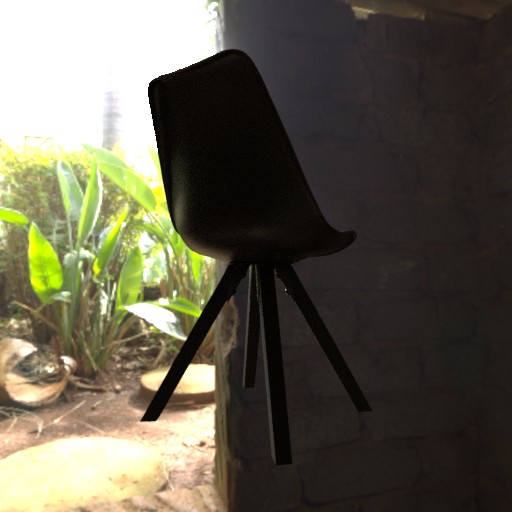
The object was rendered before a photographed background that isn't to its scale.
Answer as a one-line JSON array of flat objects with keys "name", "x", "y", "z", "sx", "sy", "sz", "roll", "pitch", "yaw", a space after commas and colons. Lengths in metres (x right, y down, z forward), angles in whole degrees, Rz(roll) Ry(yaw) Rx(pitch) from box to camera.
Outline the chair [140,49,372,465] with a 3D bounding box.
[{"name": "chair", "x": 0.000, "y": 0.000, "z": 1.173, "sx": 0.485, "sy": 0.850, "sz": 0.530, "roll": -1, "pitch": -2, "yaw": 37}]
